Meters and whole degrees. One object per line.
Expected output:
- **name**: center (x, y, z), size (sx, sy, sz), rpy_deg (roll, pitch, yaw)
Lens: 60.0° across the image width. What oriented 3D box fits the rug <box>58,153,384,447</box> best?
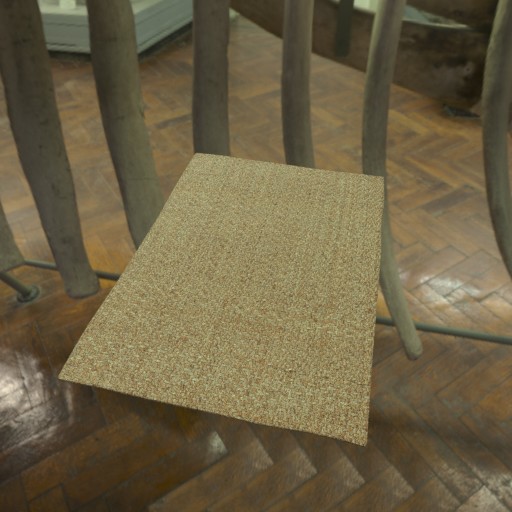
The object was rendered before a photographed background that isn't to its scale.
- **rug**: center (0.000, 0.000, 2.826), size (1.566, 0.013, 2.141), rpy_deg (9, 46, 9)
